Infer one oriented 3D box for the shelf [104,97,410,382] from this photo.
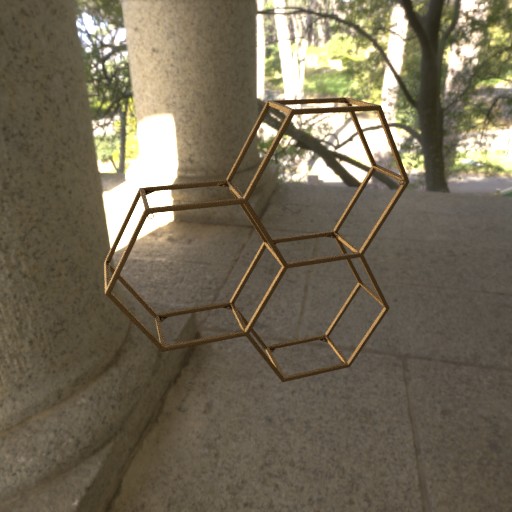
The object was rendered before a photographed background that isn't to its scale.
[{"bbox_3d":[0.000,0.000,1.083,0.708,0.701,0.150,-8,27,-16],"label":"shelf"}]
